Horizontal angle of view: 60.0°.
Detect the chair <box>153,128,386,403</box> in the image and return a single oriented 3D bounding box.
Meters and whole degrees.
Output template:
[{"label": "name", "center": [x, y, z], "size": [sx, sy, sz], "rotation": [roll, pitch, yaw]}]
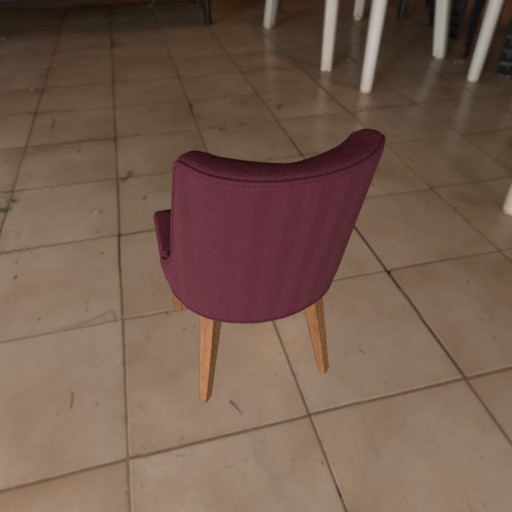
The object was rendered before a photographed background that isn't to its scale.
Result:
[{"label": "chair", "center": [0.000, 0.000, 1.302], "size": [0.548, 0.916, 0.638], "rotation": [-10, 41, -12]}]
